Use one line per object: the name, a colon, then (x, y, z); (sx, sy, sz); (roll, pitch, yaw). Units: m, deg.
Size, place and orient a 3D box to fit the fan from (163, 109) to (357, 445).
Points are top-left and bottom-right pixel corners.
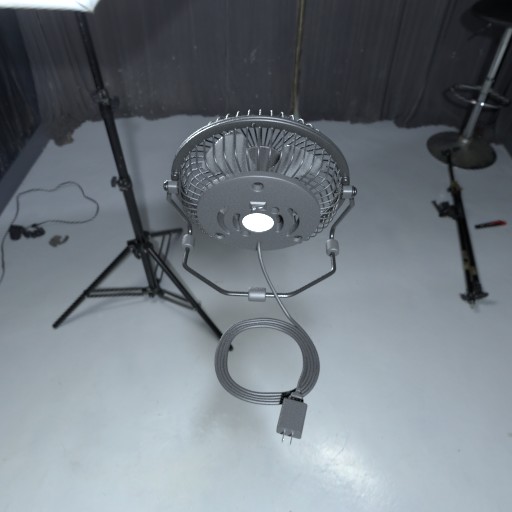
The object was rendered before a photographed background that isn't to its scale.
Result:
fan: (0.000, 0.000, 0.306); (0.153, 0.152, 0.202); (2, 47, 2)
